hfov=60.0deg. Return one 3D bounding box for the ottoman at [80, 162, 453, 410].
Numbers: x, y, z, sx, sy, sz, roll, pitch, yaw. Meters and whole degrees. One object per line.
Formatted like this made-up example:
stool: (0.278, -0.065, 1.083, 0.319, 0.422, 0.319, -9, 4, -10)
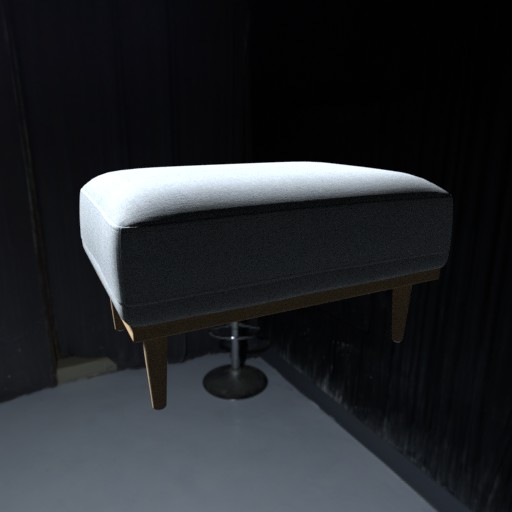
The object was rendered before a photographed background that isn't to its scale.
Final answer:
ottoman: (0.000, 0.000, 1.085, 0.749, 0.428, 0.549, -8, 18, -26)
